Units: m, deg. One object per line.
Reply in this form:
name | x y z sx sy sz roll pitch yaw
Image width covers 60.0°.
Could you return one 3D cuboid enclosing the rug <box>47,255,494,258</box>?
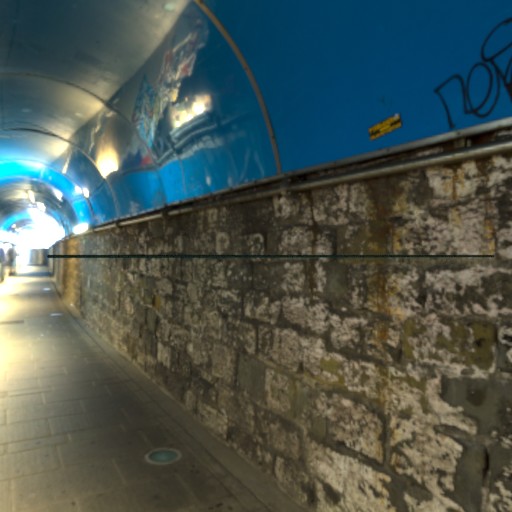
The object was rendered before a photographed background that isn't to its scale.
rug | 0.000 0.000 2.838 2.213 0.013 1.594 0 0 -17
